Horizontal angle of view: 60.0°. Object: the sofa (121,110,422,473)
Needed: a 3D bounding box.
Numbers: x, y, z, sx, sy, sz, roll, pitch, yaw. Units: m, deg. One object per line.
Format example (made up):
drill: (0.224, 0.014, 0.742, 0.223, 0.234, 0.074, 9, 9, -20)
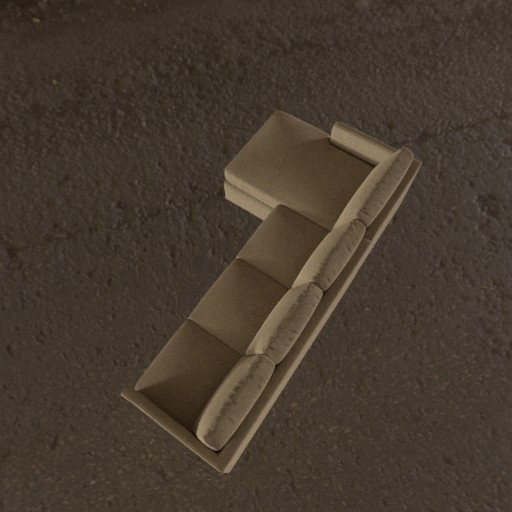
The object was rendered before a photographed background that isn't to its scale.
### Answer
sofa: (0.000, 0.000, 4.007, 1.638, 0.920, 3.198, 32, 68, 15)
